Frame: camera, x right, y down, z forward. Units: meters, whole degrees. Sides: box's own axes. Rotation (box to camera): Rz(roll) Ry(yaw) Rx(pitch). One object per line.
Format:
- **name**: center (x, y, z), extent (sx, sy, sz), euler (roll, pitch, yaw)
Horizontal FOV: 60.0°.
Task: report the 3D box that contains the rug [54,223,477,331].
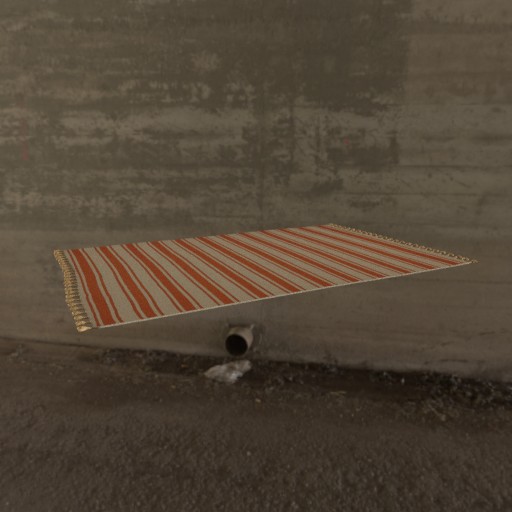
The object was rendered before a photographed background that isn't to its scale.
- **rug**: center (0.000, 0.000, 2.989), extent (2.433, 0.022, 1.556), euler (-7, 16, -26)
